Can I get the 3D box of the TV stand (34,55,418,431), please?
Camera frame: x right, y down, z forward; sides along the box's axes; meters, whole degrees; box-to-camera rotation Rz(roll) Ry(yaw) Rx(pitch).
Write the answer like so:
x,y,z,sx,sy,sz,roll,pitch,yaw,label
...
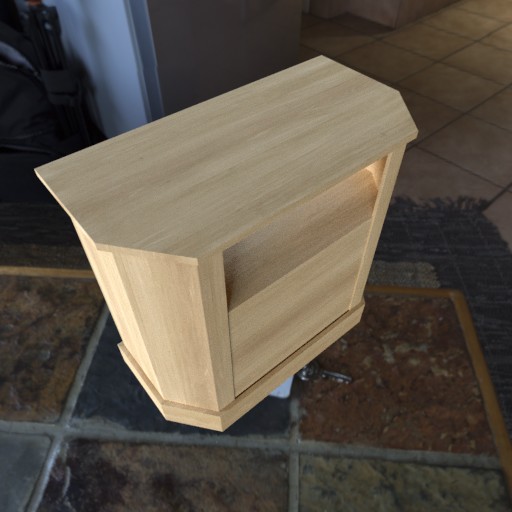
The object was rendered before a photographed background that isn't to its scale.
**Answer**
x,y,z,sx,sy,sz,roll,pitch,yaw,label
0.000,0.000,1.287,0.851,0.781,0.425,-32,55,-25,TV stand
